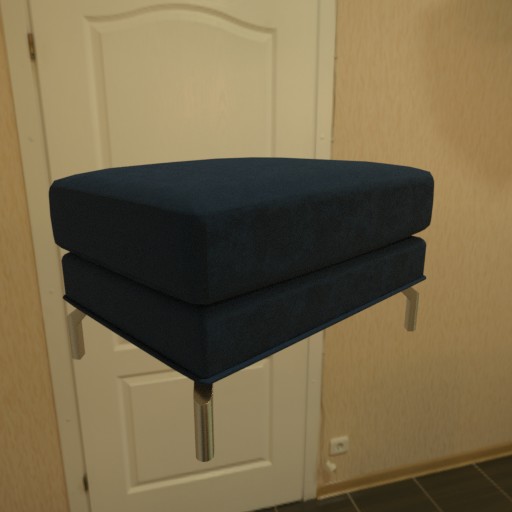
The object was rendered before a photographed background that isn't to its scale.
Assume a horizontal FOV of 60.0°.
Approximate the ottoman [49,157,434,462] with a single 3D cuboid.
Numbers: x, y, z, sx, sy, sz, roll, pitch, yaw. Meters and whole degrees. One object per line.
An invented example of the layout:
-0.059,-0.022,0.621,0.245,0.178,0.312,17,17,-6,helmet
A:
0.000,0.000,1.177,0.835,0.498,0.587,-15,21,-43,ottoman
